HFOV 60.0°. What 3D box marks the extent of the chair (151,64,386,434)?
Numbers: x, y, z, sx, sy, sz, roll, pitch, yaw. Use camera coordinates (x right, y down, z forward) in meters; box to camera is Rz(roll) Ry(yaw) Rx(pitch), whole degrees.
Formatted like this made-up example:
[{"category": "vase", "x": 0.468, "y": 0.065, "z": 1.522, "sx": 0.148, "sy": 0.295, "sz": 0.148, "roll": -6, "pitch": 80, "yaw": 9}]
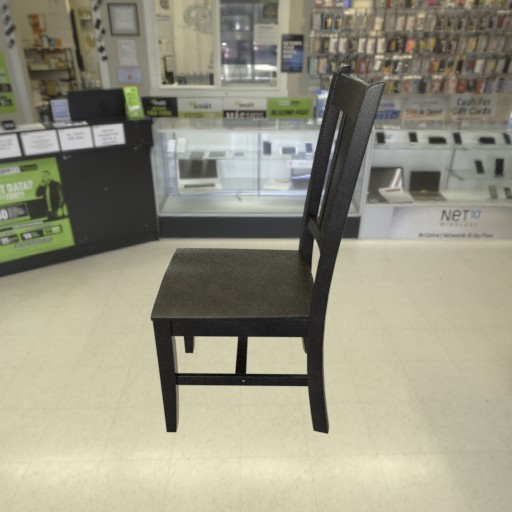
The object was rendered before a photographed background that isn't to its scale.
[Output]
[{"category": "chair", "x": 0.000, "y": 0.000, "z": 1.292, "sx": 0.555, "sy": 0.998, "sz": 0.450, "roll": 0, "pitch": 27, "yaw": 1}]
